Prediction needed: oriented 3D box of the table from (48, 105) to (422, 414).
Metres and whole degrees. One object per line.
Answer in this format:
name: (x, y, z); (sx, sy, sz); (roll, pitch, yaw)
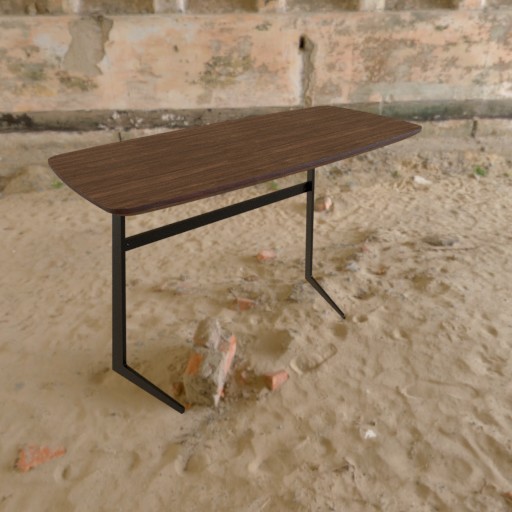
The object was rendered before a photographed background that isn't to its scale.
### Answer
table: (0.000, 0.000, 1.098); (0.804, 0.576, 0.361); (-22, 37, -33)
